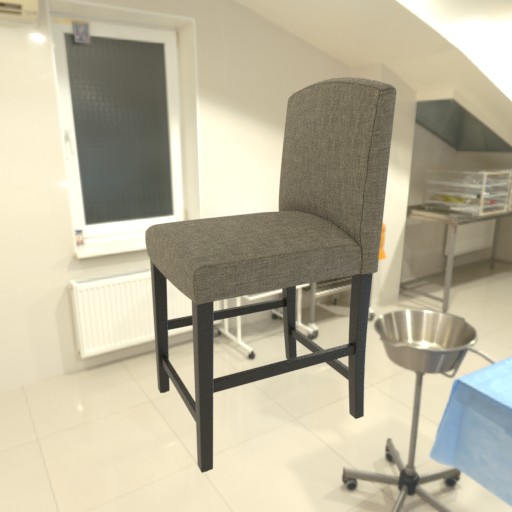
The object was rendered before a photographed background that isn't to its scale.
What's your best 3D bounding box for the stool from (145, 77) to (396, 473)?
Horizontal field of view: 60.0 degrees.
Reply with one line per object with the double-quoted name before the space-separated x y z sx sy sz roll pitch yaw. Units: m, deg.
"stool" 0.000 0.000 1.260 0.552 0.966 0.451 -8 18 -26
